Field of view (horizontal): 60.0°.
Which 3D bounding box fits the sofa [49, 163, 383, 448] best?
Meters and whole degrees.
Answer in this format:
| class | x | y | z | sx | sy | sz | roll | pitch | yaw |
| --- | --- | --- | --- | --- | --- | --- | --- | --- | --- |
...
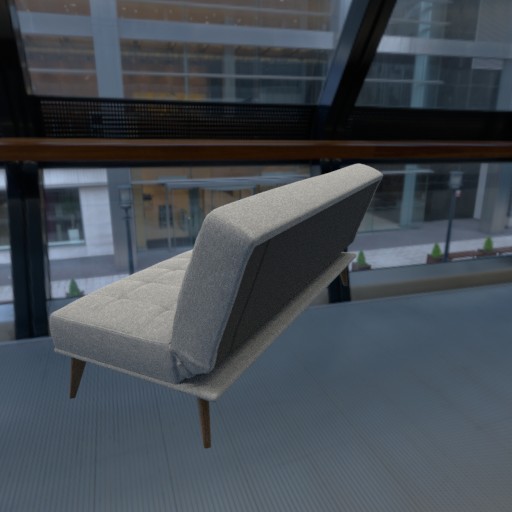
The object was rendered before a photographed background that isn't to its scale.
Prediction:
| class | x | y | z | sx | sy | sz | roll | pitch | yaw |
| --- | --- | --- | --- | --- | --- | --- | --- | --- | --- |
| sofa | 0.000 | 0.000 | 2.221 | 0.860 | 0.810 | 1.800 | 8 | 19 | 25 |
